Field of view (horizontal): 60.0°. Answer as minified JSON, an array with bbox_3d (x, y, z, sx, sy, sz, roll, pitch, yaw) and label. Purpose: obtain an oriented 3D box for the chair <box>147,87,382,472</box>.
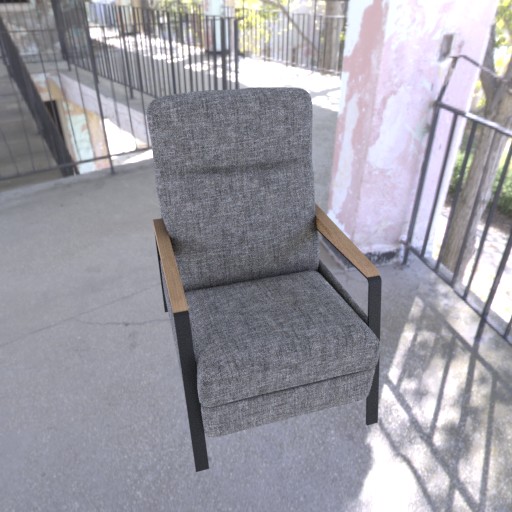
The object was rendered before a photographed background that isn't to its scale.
[{"bbox_3d":[0.000,0.000,1.615,0.671,1.042,0.868,-9,33,-14],"label":"chair"}]
